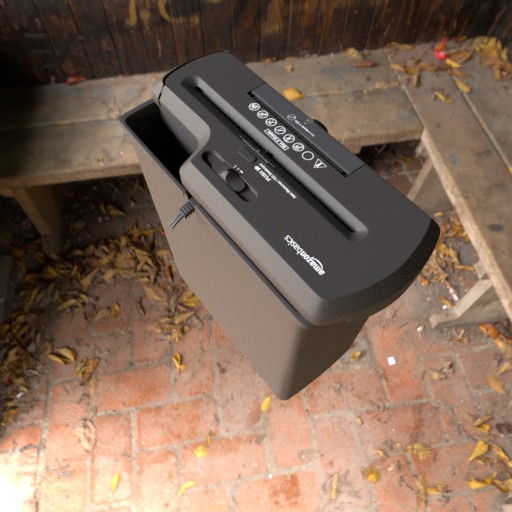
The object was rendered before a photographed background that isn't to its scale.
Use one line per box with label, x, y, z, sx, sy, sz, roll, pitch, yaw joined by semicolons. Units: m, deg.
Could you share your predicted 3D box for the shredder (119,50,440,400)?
shredder;0.000;0.000;0.515;0.170;0.335;0.320;-34;64;-19
